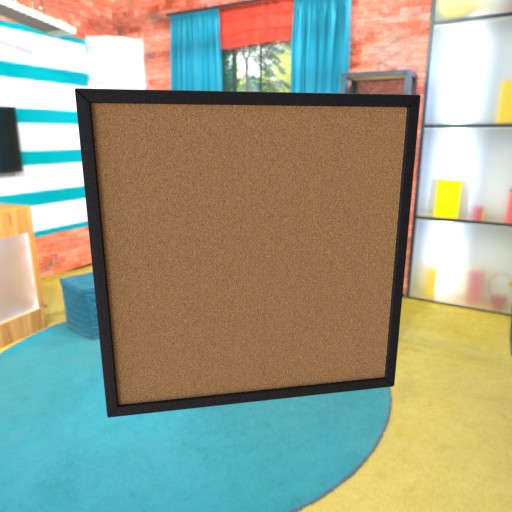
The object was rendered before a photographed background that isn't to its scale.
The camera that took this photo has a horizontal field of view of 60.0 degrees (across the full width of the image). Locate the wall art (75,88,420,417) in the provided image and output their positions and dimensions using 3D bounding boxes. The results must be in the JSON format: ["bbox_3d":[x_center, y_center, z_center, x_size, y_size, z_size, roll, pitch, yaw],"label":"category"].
[{"bbox_3d":[0.000,0.000,0.441,0.305,0.305,0.037,-3,15,-10],"label":"wall art"}]
